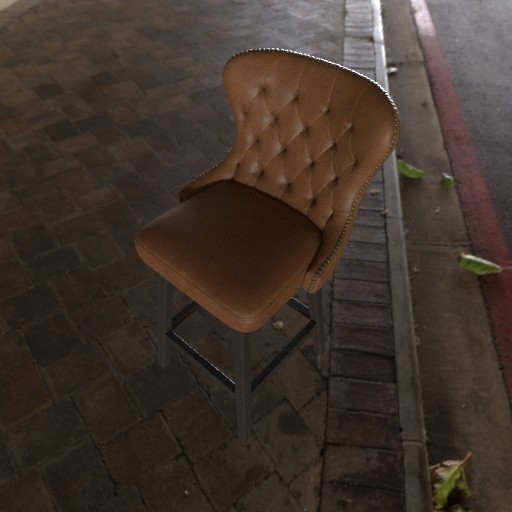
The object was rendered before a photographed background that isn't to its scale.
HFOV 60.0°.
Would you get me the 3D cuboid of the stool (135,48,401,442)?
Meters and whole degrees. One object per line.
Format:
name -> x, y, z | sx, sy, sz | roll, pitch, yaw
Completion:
stool -> 0.000, 0.000, 1.314 | 0.528, 0.971, 0.593 | 32, 55, 27
